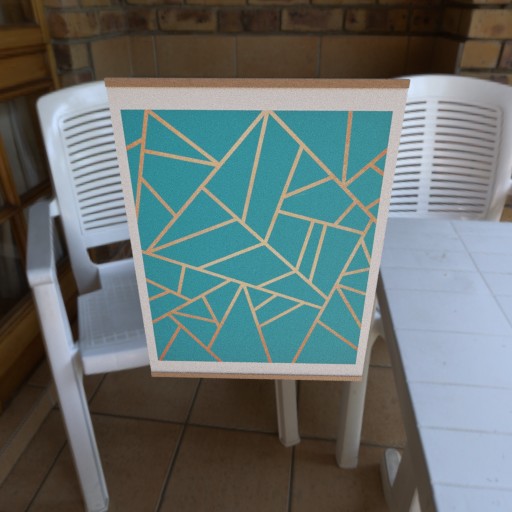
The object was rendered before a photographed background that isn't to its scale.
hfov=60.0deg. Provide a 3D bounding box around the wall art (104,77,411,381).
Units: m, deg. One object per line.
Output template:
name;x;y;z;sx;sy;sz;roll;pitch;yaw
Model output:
wall art;0.000;0.000;1.355;0.758;1.016;0.013;1;30;1
